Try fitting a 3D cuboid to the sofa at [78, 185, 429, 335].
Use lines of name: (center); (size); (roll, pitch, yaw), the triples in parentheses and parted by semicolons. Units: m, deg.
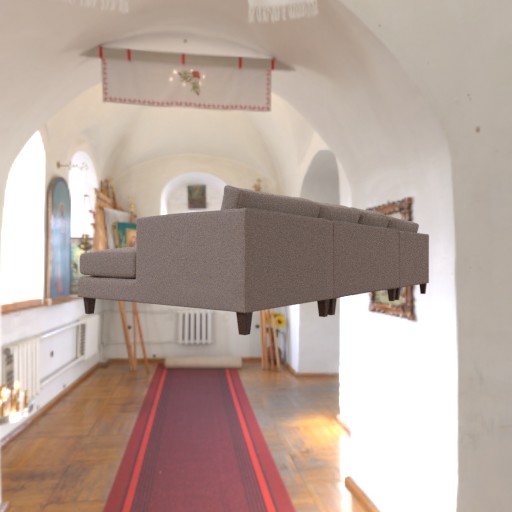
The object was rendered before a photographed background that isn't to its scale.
sofa: (0.000, 0.000, 4.444); (2.424, 0.865, 3.438); (0, 0, 37)
